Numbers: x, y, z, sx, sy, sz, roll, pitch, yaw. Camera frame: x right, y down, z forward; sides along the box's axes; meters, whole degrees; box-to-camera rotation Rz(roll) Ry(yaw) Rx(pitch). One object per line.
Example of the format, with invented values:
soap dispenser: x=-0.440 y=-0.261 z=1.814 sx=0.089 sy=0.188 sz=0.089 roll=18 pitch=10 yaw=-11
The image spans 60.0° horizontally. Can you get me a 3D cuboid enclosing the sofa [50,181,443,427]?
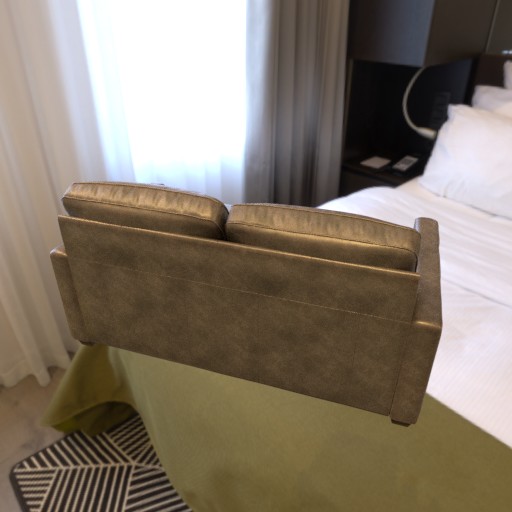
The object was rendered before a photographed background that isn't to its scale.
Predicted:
sofa: x=0.000 y=0.000 z=2.238 sx=1.732 sy=0.916 sz=0.939 roll=10 pitch=32 yaw=16
